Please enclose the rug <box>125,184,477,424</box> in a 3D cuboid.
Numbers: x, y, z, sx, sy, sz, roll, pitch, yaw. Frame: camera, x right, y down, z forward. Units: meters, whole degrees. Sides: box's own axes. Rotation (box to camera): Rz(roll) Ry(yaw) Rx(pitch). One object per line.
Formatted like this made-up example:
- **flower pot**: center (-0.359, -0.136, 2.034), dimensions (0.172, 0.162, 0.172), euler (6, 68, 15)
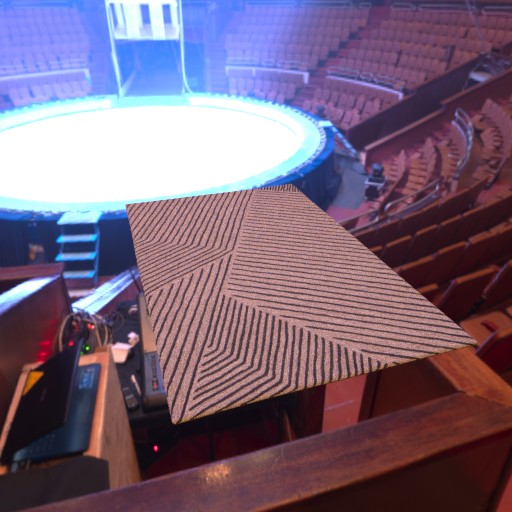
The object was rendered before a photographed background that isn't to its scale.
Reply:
- **rug**: center (0.000, 0.000, 2.998), dimensions (1.539, 0.023, 2.406), euler (-10, 31, -16)
